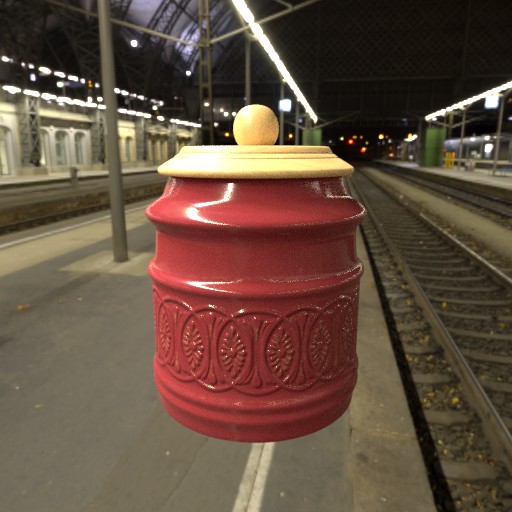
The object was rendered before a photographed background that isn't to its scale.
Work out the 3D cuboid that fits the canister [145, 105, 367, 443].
[{"bbox_3d":[0.000,0.000,0.272,0.130,0.176,0.130,0,13,0],"label":"canister"}]
